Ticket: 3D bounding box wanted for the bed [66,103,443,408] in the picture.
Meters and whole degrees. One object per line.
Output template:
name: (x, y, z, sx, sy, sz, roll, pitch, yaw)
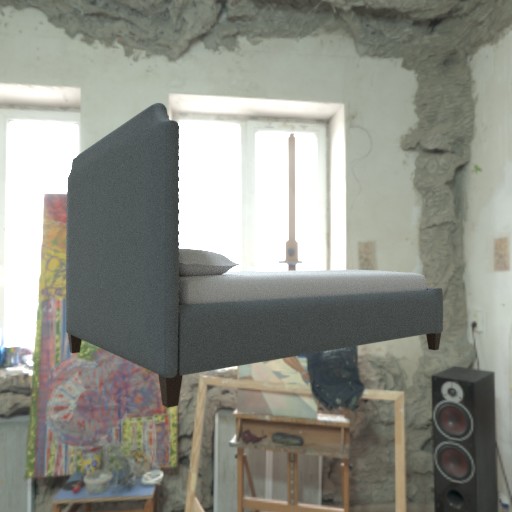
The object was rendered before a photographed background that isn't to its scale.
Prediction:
bed: (0.000, 0.000, 3.374, 2.372, 1.443, 1.712, 1, -1, -37)
